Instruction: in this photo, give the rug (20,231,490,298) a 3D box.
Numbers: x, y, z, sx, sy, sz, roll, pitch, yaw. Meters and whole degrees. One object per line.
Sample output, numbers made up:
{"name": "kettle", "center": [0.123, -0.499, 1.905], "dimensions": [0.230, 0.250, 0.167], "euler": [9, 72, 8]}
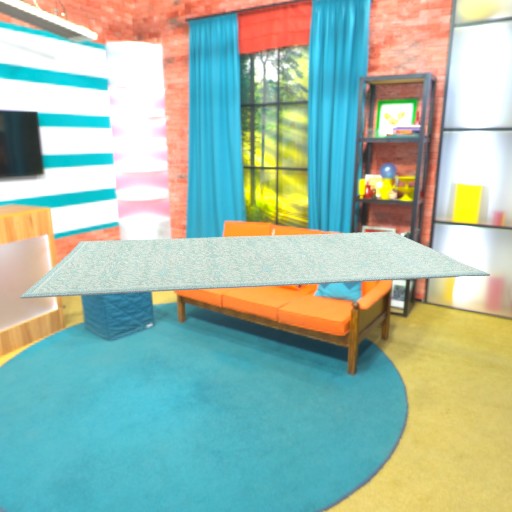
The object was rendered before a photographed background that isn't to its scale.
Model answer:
{"name": "rug", "center": [0.000, 0.000, 1.424], "dimensions": [1.219, 0.007, 0.604], "euler": [-2, 15, -8]}
